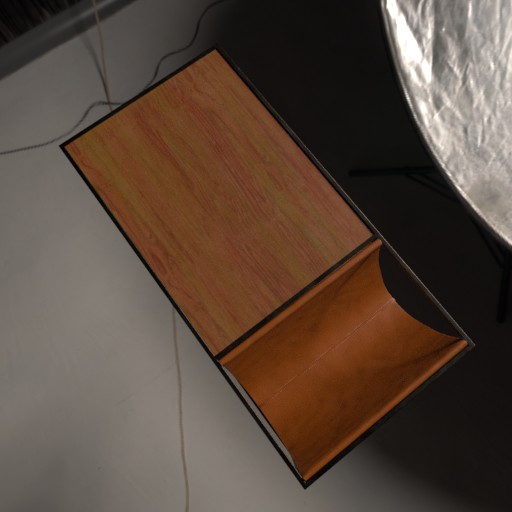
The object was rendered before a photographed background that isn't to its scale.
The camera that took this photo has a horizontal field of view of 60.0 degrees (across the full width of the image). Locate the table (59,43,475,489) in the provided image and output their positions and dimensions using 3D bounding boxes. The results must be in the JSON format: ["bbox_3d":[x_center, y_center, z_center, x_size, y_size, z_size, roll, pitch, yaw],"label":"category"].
[{"bbox_3d":[0.000,0.000,1.470,0.597,0.403,1.199,-36,79,-8],"label":"table"}]
